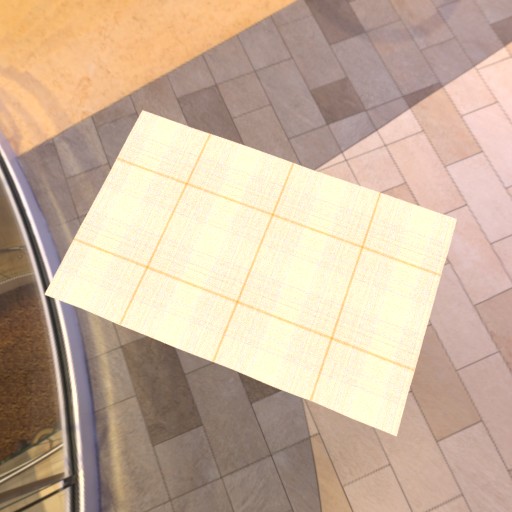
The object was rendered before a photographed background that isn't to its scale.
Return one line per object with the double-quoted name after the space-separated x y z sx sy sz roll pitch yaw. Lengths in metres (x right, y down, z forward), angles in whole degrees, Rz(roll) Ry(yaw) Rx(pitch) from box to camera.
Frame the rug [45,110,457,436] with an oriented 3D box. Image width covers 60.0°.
0.000 0.000 3.041 2.442 0.016 1.527 20 75 6 "rug"
